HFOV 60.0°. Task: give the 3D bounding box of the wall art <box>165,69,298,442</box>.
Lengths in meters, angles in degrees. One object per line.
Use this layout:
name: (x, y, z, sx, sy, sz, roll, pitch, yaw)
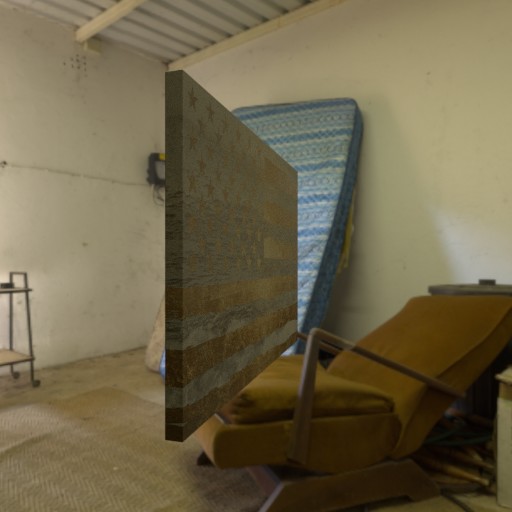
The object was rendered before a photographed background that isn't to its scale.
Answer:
wall art: (0.000, 0.000, 1.457, 0.041, 0.762, 1.145, 0, 0, 17)
